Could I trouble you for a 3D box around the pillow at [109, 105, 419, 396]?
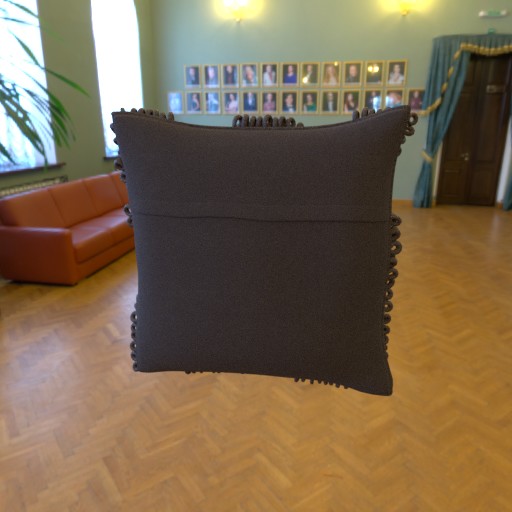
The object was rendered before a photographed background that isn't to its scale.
[{"bbox_3d":[0.000,0.000,0.728,0.470,0.467,0.172,3,17,8],"label":"pillow"}]
